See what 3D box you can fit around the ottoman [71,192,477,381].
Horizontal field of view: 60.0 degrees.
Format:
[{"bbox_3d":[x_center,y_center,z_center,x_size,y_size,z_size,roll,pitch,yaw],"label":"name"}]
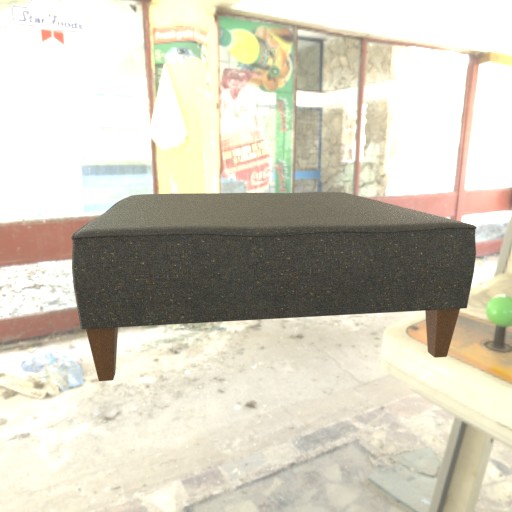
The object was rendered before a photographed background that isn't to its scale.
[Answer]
[{"bbox_3d":[0.000,0.000,1.538,0.968,0.382,1.004,-2,13,-8],"label":"ottoman"}]
